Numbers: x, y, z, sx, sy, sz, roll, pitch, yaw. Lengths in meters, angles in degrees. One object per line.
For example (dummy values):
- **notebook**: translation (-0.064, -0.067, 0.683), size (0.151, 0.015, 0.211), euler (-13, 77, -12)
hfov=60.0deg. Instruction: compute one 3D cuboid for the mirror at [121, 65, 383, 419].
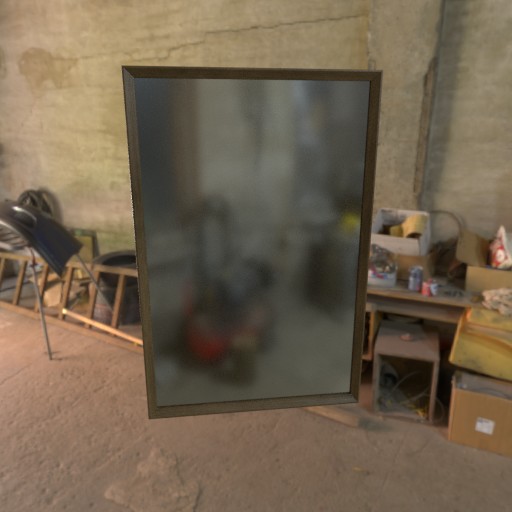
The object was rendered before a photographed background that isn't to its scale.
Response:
- **mirror**: translation (0.000, 0.000, 1.167), size (0.609, 0.915, 0.041), euler (-2, 16, -7)
